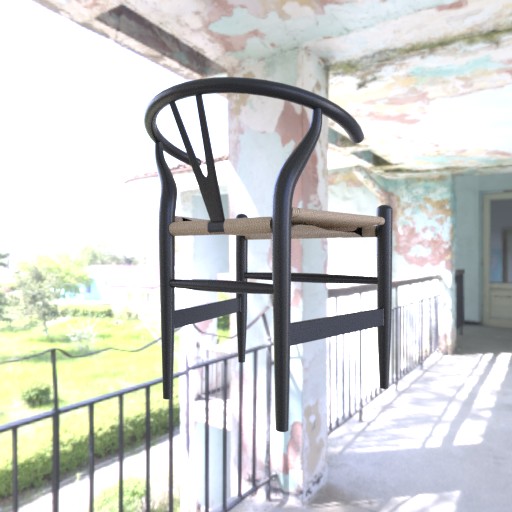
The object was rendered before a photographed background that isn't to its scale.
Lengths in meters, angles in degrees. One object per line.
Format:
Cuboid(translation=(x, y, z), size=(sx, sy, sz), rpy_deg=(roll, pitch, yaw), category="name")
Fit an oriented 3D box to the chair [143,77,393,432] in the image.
Cuboid(translation=(0.000, 0.000, 1.168), size=(0.570, 0.739, 0.570), rpy_deg=(0, 1, 36), category="chair")
